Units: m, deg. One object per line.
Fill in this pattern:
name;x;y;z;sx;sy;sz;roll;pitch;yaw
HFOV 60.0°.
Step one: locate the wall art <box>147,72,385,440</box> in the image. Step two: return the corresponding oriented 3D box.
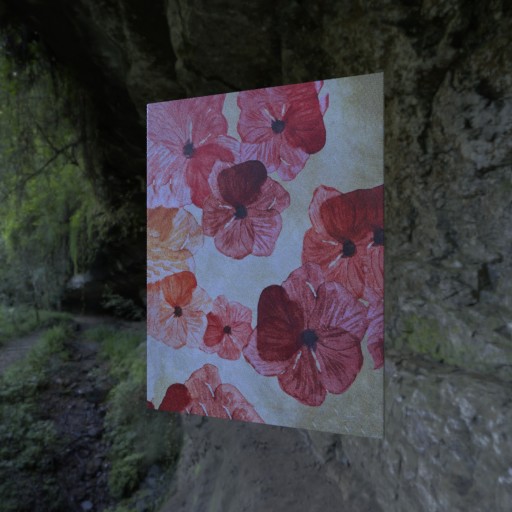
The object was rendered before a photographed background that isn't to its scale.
wall art;0.000;0.000;1.365;0.762;1.015;0.031;0;0;20
